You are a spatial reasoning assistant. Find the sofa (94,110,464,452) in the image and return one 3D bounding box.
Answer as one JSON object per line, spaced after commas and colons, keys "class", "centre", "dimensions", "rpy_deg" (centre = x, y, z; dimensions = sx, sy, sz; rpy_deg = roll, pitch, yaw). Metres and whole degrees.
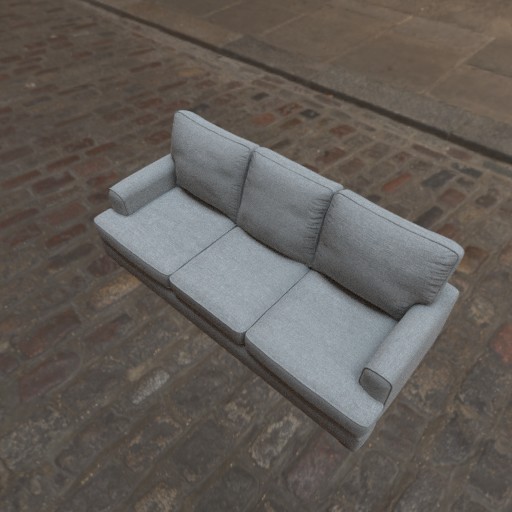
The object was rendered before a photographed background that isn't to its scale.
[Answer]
{"class": "sofa", "centre": [0.000, 0.000, 2.706], "dimensions": [2.158, 0.965, 0.951], "rpy_deg": [33, 55, 27]}
